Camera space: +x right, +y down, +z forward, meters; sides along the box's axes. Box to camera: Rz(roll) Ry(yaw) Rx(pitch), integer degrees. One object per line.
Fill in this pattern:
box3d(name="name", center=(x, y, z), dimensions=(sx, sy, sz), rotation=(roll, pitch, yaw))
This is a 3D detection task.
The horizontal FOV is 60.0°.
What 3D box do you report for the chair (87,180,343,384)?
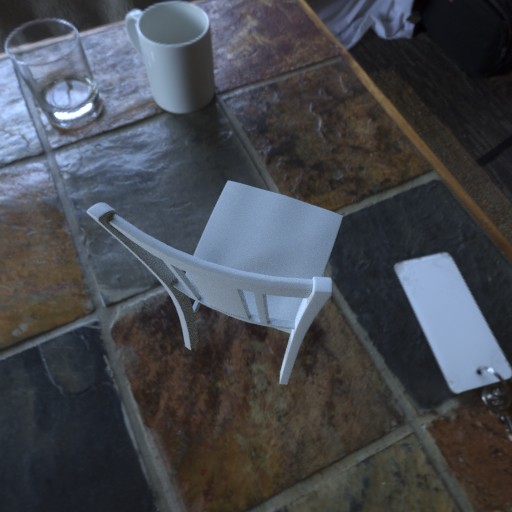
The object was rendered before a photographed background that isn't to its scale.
box3d(name="chair", center=(0.000, 0.000, 1.297), dimensions=(0.450, 0.998, 0.555), rotation=(18, 65, 9))
